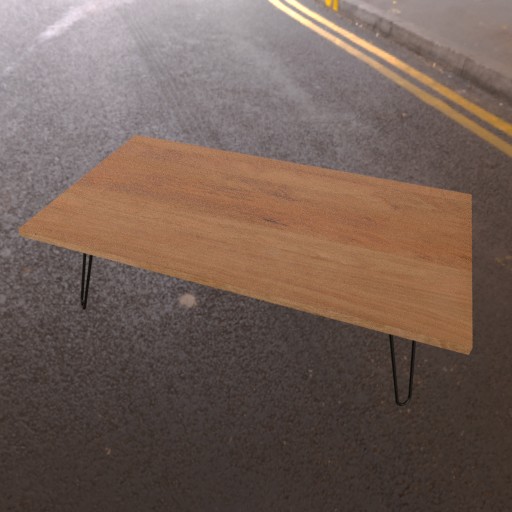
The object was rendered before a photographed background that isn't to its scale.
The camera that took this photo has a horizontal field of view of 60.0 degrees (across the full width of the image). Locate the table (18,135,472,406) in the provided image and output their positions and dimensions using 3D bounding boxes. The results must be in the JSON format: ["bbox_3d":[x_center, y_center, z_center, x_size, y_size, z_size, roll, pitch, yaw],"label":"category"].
[{"bbox_3d":[0.000,0.000,1.604,1.348,0.400,0.699,13,43,15],"label":"table"}]
